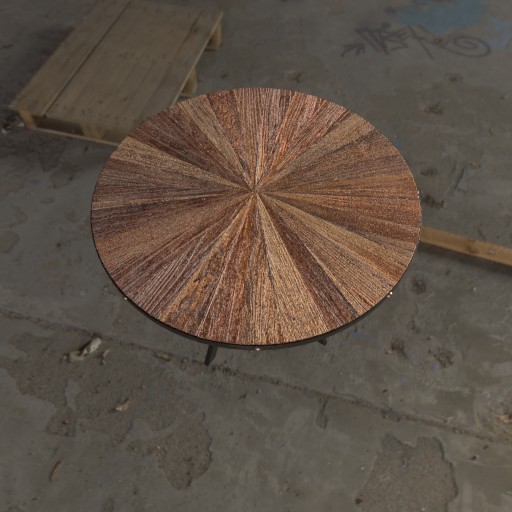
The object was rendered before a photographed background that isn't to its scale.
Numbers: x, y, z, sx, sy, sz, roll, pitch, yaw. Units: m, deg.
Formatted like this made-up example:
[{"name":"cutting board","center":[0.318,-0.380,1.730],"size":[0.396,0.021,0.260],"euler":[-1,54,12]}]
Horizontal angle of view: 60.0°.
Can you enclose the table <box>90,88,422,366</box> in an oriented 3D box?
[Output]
[{"name":"table","center":[0.000,0.000,1.482],"size":[0.885,0.658,0.885],"euler":[0,57,0]}]
